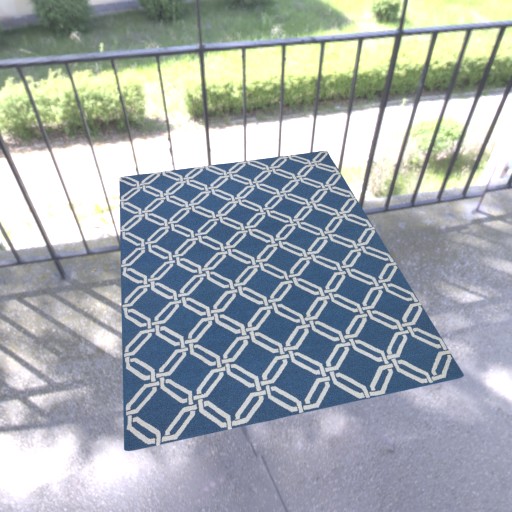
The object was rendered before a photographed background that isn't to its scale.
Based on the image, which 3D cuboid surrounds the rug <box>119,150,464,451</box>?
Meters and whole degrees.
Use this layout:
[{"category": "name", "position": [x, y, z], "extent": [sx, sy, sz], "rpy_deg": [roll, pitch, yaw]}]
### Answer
[{"category": "rug", "position": [0.000, 0.000, 3.809], "extent": [2.277, 0.020, 2.867], "rpy_deg": [-9, 47, -9]}]
